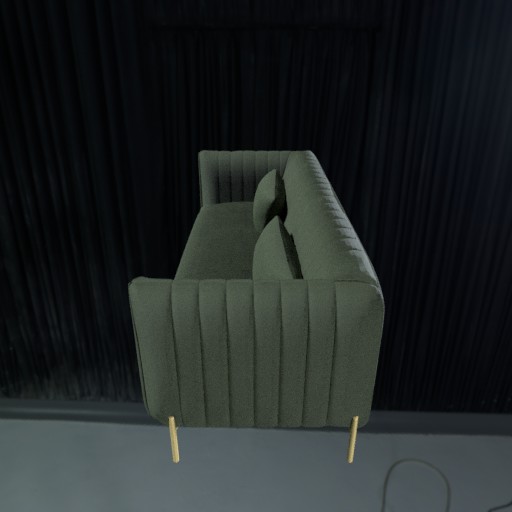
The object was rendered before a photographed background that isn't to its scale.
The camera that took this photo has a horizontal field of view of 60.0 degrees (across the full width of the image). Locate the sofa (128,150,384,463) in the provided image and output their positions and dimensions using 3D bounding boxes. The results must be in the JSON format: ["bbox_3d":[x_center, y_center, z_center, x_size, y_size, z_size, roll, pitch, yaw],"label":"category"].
[{"bbox_3d":[0.000,0.000,2.528,0.896,0.793,2.137,0,26,0],"label":"sofa"}]
